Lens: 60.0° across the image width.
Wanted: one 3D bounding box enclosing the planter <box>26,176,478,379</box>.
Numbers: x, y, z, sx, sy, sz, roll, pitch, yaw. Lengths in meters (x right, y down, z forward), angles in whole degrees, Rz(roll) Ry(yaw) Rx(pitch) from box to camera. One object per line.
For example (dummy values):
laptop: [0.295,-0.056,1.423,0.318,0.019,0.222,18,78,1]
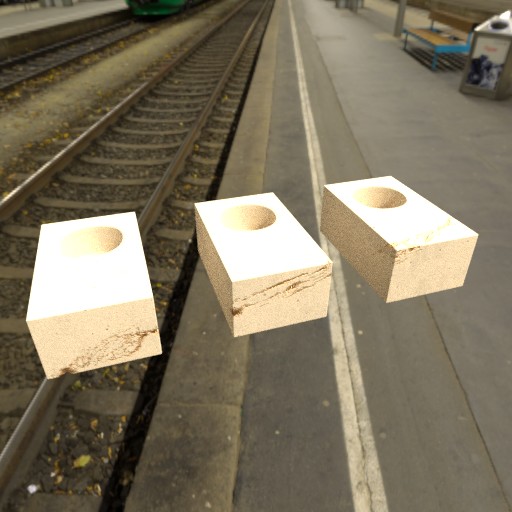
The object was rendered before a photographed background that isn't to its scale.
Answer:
planter: [0.000,0.000,0.375,0.333,0.051,0.127,-10,34,-15]
